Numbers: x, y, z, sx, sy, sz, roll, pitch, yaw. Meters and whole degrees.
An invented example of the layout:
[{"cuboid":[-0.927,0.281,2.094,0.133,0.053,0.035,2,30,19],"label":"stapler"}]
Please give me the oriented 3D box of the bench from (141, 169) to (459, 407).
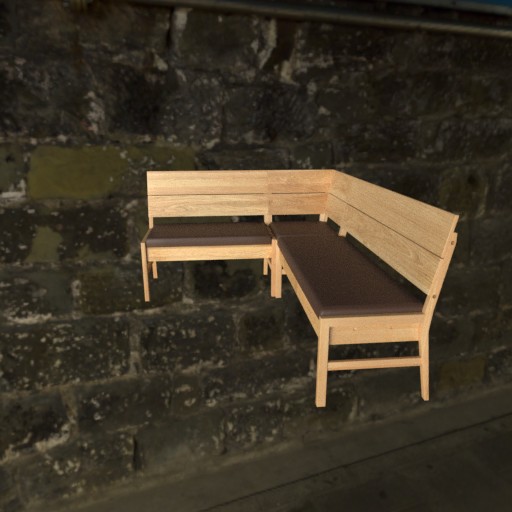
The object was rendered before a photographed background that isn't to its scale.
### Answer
[{"cuboid":[0.000,0.000,2.834,1.549,0.890,1.975,-2,17,-6],"label":"bench"}]
